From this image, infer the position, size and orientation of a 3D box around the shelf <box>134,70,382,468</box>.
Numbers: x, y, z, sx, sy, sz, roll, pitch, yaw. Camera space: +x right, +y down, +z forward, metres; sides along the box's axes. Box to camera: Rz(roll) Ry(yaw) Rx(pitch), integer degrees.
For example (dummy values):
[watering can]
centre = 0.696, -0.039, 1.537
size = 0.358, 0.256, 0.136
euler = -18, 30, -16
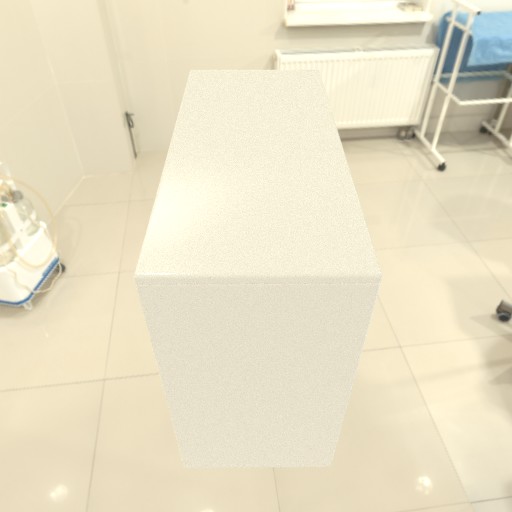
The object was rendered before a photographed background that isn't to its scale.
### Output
[shelf]
centre = 0.000, 0.000, 1.279
size = 0.396, 0.732, 0.895
euler = 0, 43, 0
